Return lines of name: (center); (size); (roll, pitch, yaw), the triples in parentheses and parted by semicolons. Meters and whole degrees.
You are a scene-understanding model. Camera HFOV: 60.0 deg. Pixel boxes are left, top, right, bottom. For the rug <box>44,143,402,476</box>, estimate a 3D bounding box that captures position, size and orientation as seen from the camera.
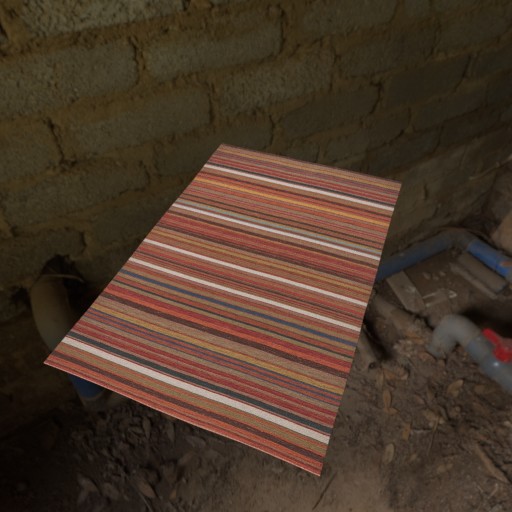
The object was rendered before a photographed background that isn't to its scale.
rug: (0.000, 0.000, 2.306); (1.217, 0.007, 1.828); (16, 49, 15)
